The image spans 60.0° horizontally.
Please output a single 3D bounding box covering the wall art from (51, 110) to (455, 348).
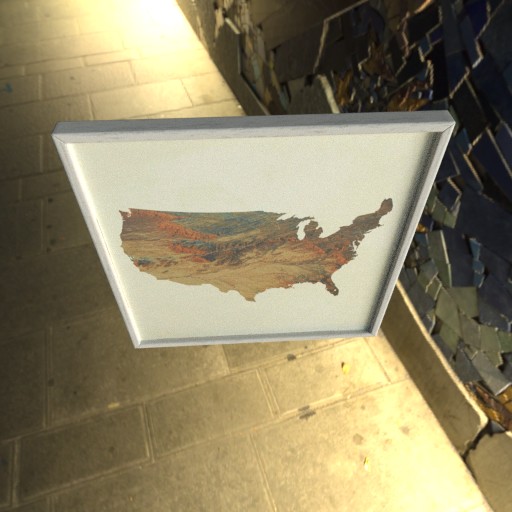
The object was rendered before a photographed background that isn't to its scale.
[{"bbox_3d":[0.000,0.000,1.905,1.287,1.288,0.078,-2,48,-2],"label":"wall art"}]
